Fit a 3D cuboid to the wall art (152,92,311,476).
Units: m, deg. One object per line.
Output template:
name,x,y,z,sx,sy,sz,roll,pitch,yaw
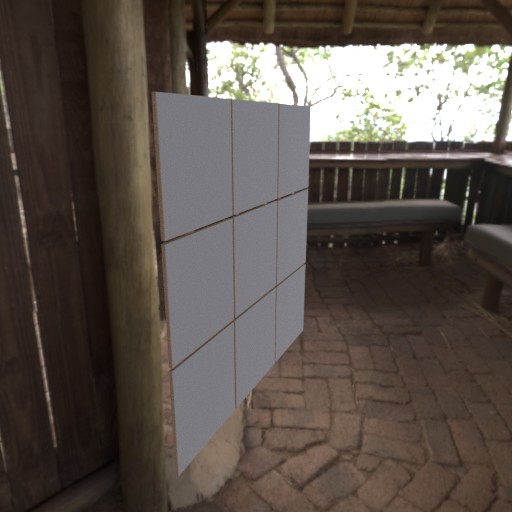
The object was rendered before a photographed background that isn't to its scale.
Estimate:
wall art,0.000,0.000,2.306,0.017,1.521,1.527,8,19,25
